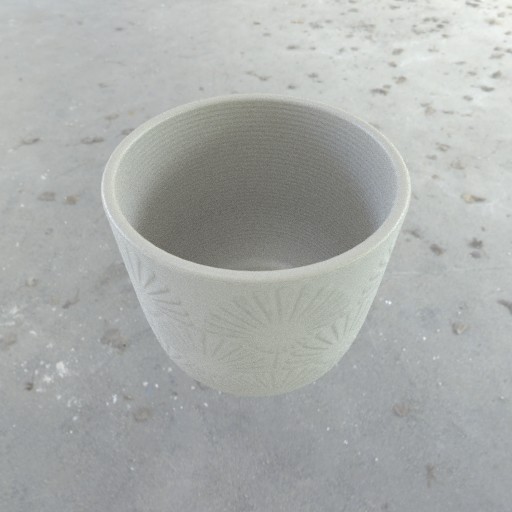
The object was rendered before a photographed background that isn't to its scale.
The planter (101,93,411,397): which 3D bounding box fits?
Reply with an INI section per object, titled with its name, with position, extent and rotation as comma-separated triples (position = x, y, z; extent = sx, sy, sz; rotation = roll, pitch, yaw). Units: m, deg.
[planter]
position = 0.000, 0.000, 0.220
extent = 0.124, 0.109, 0.124
rotation = 0, 47, 0
